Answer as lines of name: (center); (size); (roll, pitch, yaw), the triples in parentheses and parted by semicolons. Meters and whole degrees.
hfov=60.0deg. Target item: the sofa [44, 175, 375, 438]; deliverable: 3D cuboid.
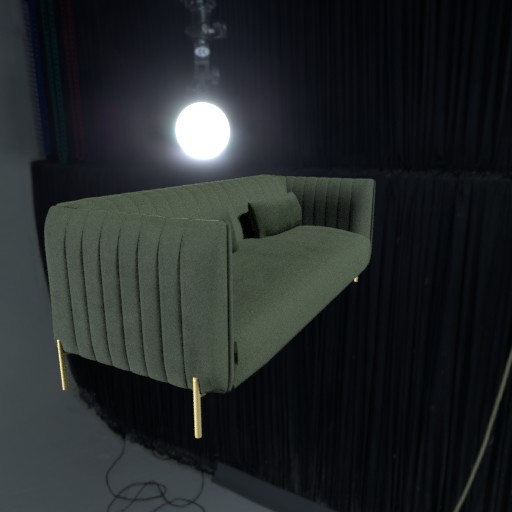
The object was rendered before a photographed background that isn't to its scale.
sofa: (0.000, 0.000, 2.534); (0.896, 0.793, 2.137); (7, 16, 27)
